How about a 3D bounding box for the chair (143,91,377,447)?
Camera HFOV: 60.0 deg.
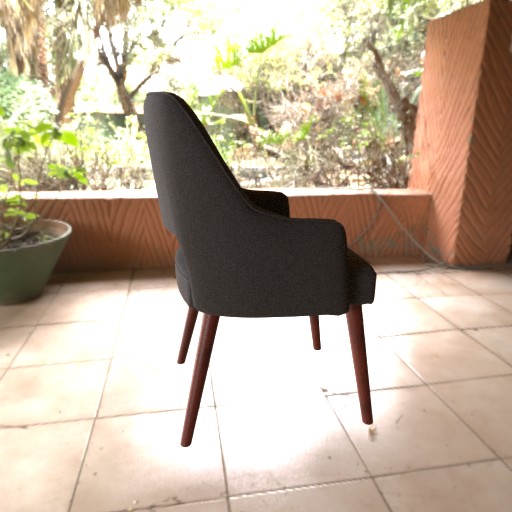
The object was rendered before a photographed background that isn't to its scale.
[{"bbox_3d":[0.000,0.000,1.234,0.560,0.838,0.559,-3,16,-11],"label":"chair"}]
